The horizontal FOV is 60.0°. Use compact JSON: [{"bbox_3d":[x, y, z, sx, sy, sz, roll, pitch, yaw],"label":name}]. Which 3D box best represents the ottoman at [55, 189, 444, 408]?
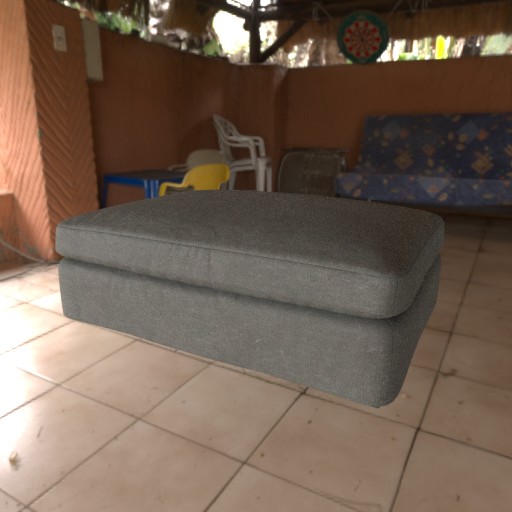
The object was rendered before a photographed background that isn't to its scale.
[{"bbox_3d":[0.000,0.000,1.620,1.199,0.429,0.840,9,18,27],"label":"ottoman"}]
